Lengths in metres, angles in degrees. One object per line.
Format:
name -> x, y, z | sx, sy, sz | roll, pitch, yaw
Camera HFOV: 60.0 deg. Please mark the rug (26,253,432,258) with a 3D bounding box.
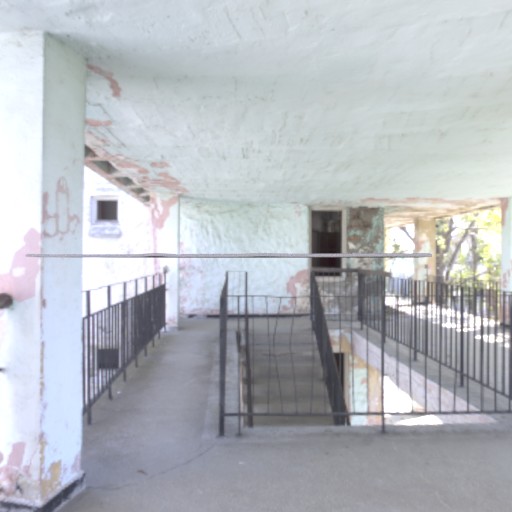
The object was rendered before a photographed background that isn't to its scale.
rug -> 0.000, 0.000, 0.905 | 0.639, 0.006, 0.548 | 0, 0, 18
